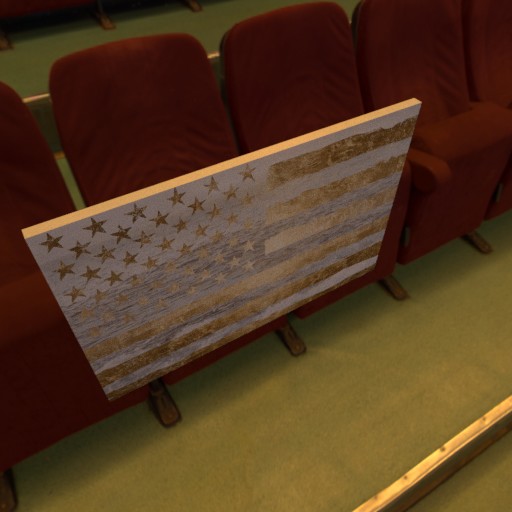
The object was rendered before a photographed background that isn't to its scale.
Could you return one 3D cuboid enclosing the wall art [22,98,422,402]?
[{"bbox_3d":[0.000,0.000,1.146,0.932,0.610,0.027,-23,51,-21],"label":"wall art"}]
